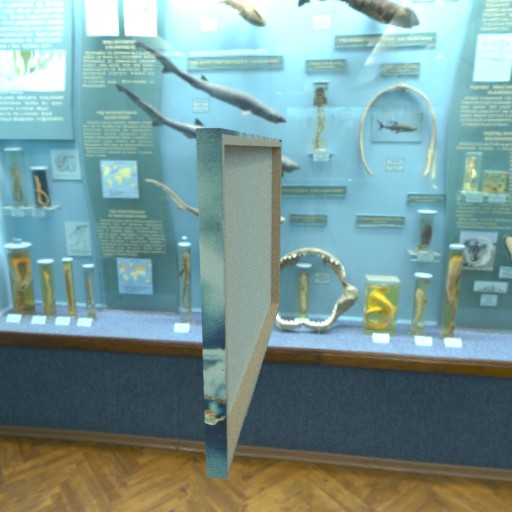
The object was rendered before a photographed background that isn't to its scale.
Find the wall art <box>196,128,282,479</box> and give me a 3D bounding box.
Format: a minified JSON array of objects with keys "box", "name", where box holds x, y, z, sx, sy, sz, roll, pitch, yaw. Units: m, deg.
[{"box":[0.000,0.000,1.166,0.038,0.608,0.912,2,14,9],"name":"wall art"}]
